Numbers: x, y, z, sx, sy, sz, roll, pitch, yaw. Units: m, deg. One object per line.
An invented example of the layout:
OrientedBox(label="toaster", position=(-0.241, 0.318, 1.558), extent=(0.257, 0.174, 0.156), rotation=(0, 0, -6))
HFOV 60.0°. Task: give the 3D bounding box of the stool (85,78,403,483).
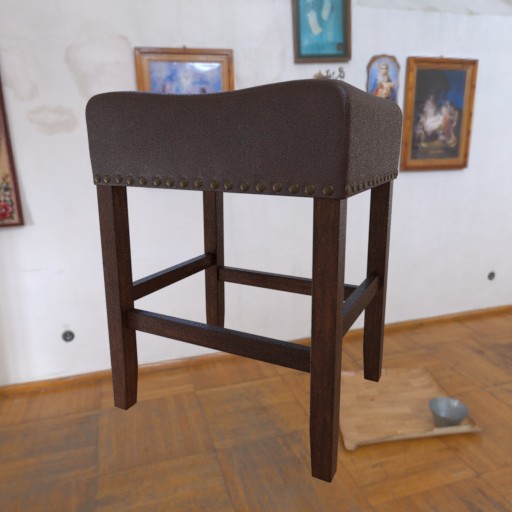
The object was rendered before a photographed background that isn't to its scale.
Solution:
OrientedBox(label="stool", position=(0.000, 0.000, 0.889), extent=(0.465, 0.608, 0.397), rotation=(7, 16, 26))
